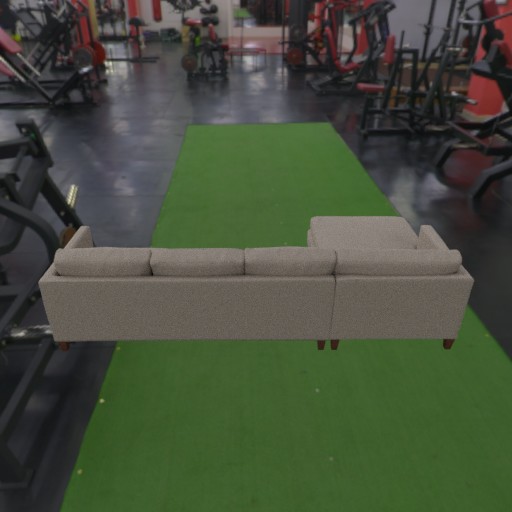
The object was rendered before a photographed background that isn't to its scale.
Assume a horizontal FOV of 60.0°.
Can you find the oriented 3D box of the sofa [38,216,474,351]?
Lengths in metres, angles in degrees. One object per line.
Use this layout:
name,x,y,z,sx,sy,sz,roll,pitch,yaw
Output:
sofa,0.000,0.000,4.028,3.186,0.846,1.625,0,30,0
